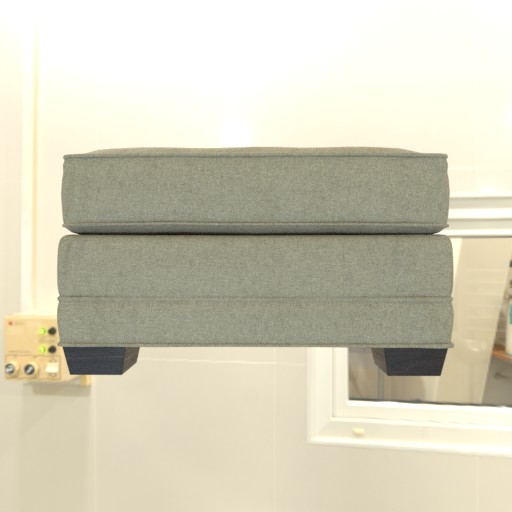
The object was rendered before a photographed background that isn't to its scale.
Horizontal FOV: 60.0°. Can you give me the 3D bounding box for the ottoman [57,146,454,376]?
[{"bbox_3d":[0.000,0.000,1.206,0.848,0.508,0.611,0,0,1],"label":"ottoman"}]
